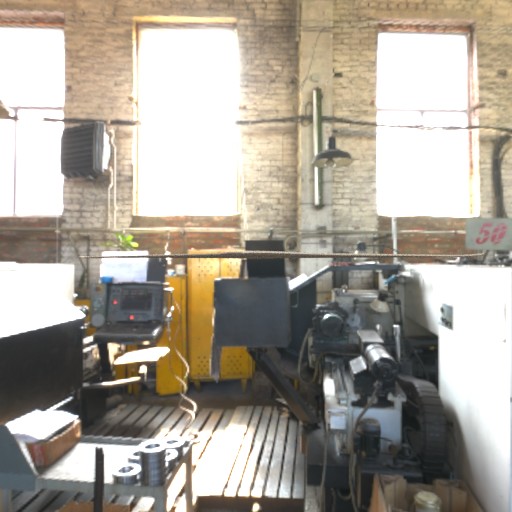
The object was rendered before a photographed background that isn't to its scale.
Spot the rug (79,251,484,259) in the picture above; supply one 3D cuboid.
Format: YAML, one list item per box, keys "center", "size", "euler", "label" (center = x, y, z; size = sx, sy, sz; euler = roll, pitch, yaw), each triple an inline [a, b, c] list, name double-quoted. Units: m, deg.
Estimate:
- center: [0.000, 0.000, 3.931]
  size: [2.277, 0.035, 2.897]
  euler: [0, -1, -36]
  label: "rug"
